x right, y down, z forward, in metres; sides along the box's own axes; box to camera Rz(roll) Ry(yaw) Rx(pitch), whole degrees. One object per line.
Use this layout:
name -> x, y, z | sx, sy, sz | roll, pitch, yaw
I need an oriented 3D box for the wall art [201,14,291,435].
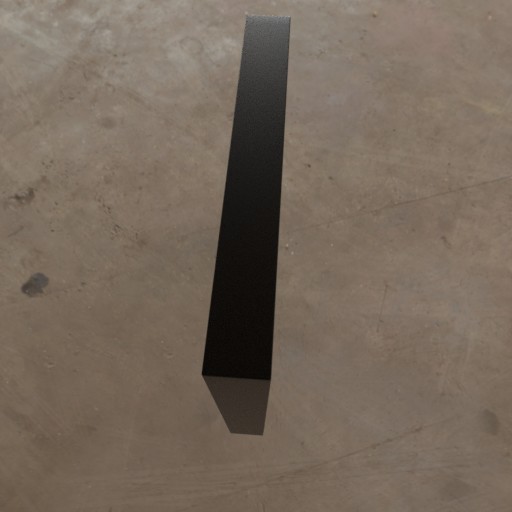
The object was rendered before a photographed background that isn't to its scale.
wall art -> 0.000, 0.000, 0.435 | 0.037, 0.299, 0.299 | 4, 63, 2
